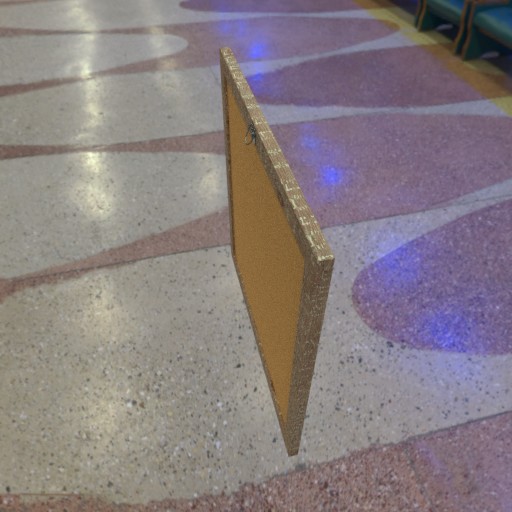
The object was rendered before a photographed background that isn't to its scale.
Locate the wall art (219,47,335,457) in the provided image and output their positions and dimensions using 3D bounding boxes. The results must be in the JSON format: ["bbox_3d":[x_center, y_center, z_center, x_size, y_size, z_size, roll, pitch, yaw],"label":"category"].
[{"bbox_3d":[0.000,0.000,0.574,0.022,0.380,0.380,-10,47,-9],"label":"wall art"}]
